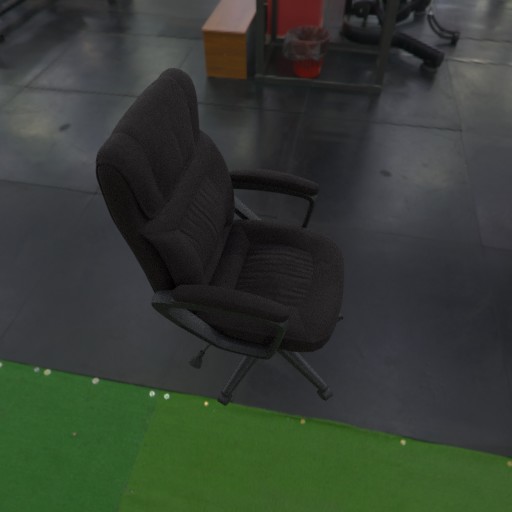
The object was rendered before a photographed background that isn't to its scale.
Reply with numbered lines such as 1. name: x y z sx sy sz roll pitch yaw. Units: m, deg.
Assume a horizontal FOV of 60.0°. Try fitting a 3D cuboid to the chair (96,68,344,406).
1. chair: 0.000 0.000 1.549 0.724 1.105 0.667 10 49 9
